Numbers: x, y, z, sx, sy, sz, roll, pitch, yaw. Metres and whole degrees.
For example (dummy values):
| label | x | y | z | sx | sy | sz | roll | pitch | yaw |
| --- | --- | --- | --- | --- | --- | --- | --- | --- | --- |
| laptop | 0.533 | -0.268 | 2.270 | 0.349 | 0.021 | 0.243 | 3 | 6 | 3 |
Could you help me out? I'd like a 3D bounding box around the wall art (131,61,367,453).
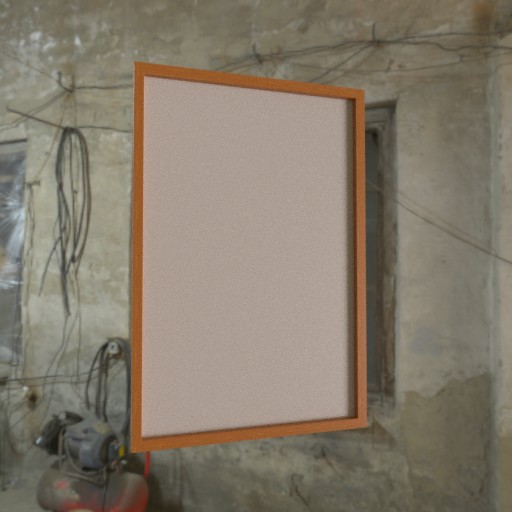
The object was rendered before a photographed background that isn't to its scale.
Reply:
| label | x | y | z | sx | sy | sz | roll | pitch | yaw |
| --- | --- | --- | --- | --- | --- | --- | --- | --- | --- |
| wall art | 0.000 | 0.000 | 1.136 | 0.610 | 0.916 | 0.037 | 0 | -2 | -16 |
